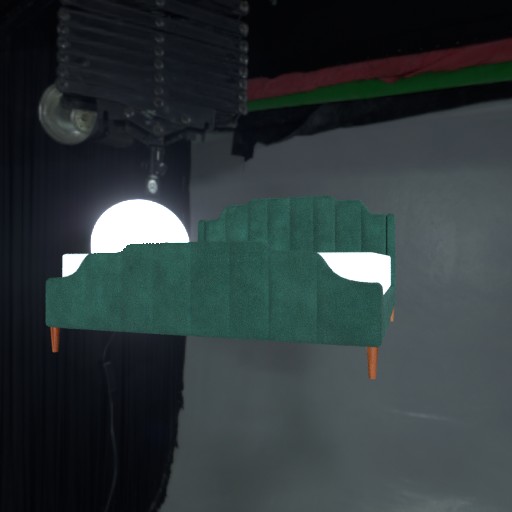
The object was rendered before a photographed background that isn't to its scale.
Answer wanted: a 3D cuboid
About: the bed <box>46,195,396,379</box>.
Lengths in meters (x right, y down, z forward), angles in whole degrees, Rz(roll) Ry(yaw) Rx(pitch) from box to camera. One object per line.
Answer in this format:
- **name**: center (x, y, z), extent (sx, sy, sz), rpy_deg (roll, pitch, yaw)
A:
- **bed**: center (0.000, 0.000, 3.562), extent (2.074, 1.245, 2.340), rpy_deg (0, -1, 19)
